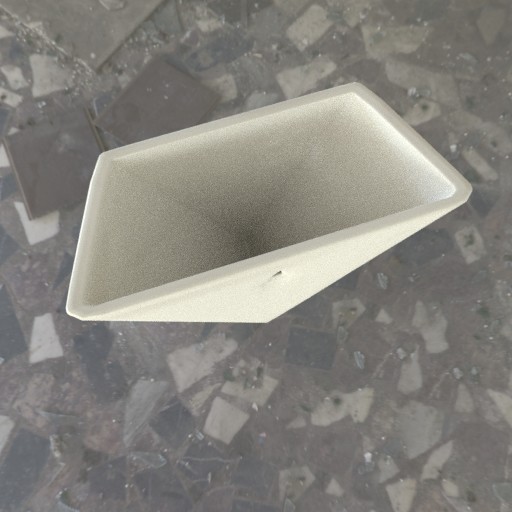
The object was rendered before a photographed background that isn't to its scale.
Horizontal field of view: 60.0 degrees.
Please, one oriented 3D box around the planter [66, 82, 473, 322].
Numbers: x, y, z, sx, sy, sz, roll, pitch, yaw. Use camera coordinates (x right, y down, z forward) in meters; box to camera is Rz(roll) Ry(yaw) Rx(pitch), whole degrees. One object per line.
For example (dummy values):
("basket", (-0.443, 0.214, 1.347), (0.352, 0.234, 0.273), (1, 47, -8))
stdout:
("planter", (0.000, 0.000, 0.256), (0.150, 0.197, 0.060), (-17, 75, -5))
